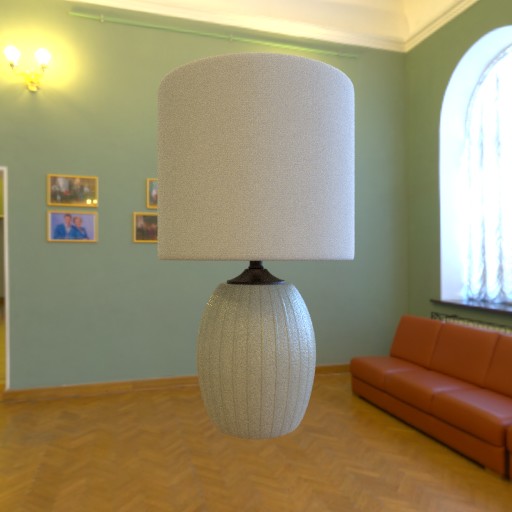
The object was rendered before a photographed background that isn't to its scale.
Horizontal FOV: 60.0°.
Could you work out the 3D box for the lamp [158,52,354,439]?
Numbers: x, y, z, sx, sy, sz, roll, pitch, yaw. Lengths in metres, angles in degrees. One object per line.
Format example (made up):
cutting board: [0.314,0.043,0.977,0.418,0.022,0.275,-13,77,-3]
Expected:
lamp: [0.000,0.000,0.759,0.329,0.570,0.329,0,0,-18]
